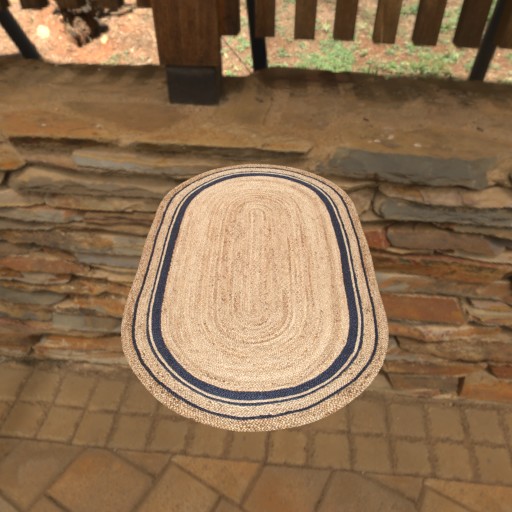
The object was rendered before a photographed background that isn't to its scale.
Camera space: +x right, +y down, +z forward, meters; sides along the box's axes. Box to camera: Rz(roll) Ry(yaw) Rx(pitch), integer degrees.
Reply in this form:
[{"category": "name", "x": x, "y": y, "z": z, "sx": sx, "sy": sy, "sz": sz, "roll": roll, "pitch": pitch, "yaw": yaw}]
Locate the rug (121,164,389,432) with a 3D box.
[{"category": "rug", "x": 0.000, "y": 0.000, "z": 2.928, "sx": 1.520, "sy": 0.006, "sz": 2.432, "roll": 1, "pitch": 41, "yaw": 1}]
